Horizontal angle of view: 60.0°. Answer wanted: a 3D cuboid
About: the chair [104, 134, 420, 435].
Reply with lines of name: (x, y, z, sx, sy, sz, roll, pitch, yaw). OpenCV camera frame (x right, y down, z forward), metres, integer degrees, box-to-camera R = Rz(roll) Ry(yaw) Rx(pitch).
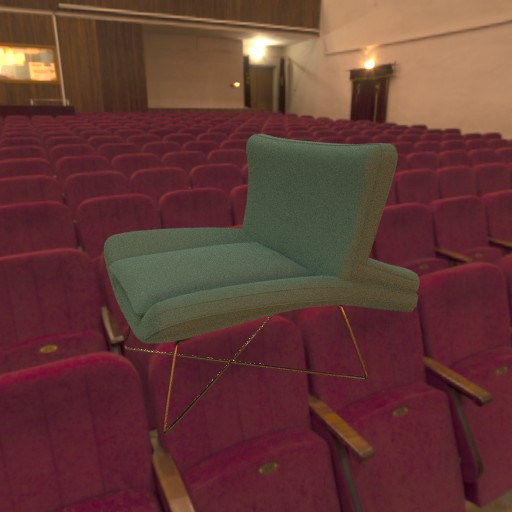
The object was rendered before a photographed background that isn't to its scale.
chair: (0.000, 0.000, 1.674, 1.008, 0.855, 0.859, -9, 20, -26)
